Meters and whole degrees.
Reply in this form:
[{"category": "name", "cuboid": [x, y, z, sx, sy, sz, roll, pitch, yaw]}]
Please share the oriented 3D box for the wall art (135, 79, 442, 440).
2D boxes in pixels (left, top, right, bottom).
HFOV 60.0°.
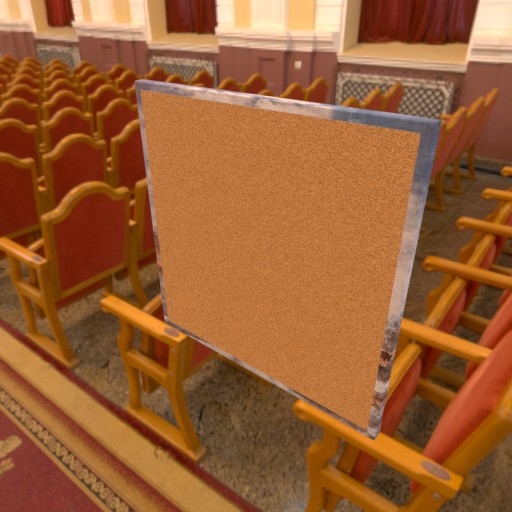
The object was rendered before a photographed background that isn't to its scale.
[{"category": "wall art", "cuboid": [0.000, 0.000, 1.481, 1.010, 1.020, 0.040, 21, 36, 32]}]
